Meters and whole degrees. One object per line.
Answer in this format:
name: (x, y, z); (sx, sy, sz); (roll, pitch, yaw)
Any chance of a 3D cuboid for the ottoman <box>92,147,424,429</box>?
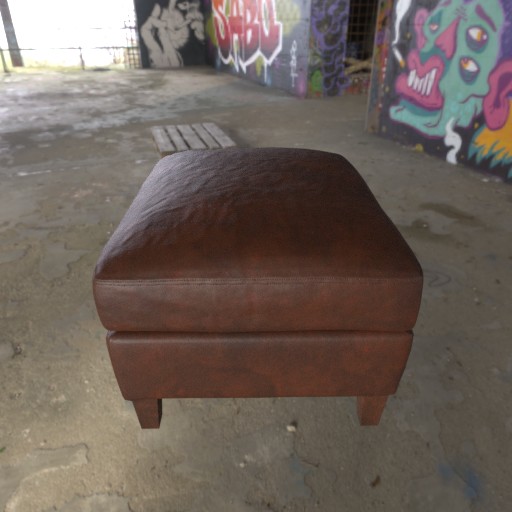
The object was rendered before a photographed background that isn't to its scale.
ottoman: (0.000, 0.000, 1.279); (0.659, 0.527, 0.887); (0, 28, -1)
